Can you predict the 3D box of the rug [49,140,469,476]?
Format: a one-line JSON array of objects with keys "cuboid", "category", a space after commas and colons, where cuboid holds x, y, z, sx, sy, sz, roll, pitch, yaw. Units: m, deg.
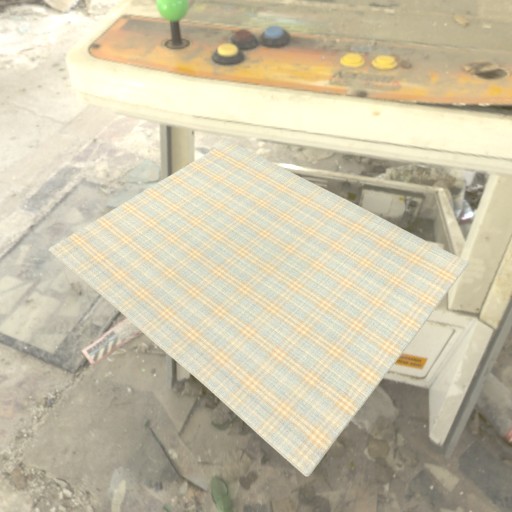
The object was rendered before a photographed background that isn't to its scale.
[{"cuboid": [0.000, 0.000, 4.123, 3.066, 0.030, 2.462, 33, 55, 27], "category": "rug"}]
